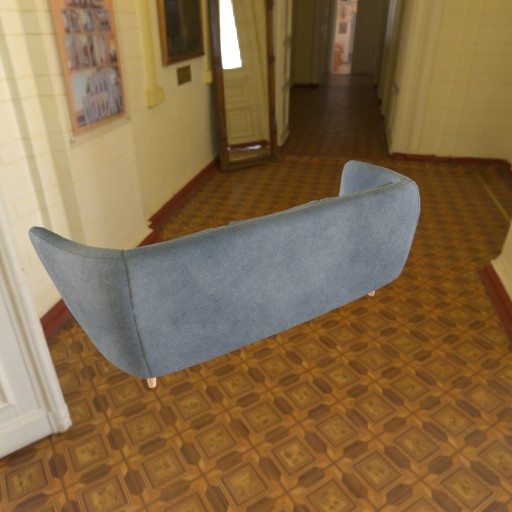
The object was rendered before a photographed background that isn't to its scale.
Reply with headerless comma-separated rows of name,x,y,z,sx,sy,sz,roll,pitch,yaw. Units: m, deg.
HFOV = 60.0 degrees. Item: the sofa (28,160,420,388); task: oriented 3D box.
sofa,0.000,0.000,2.455,2.095,0.795,0.849,-17,33,-29
